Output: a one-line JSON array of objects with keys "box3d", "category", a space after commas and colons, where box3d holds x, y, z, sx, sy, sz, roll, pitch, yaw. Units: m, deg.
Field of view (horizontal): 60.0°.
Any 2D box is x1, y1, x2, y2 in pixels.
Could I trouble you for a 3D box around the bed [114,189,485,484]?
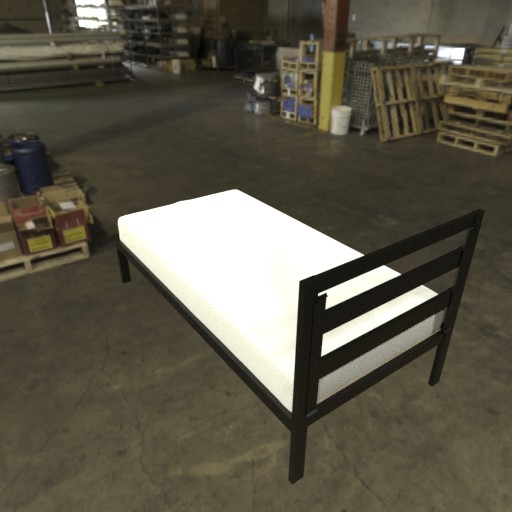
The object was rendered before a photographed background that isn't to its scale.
[{"box3d": [0.000, 0.000, 2.512, 0.991, 0.967, 1.930, -19, 34, -31], "category": "bed"}]
